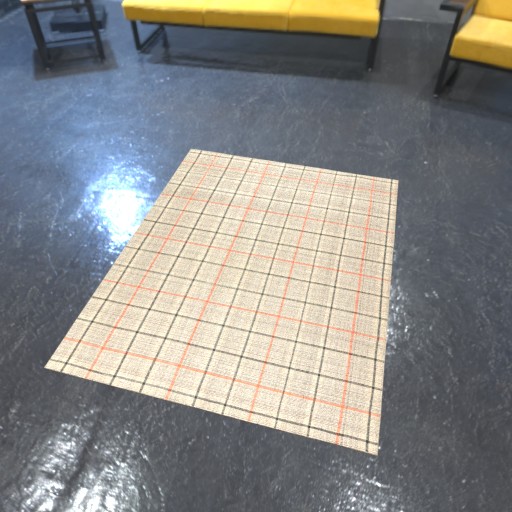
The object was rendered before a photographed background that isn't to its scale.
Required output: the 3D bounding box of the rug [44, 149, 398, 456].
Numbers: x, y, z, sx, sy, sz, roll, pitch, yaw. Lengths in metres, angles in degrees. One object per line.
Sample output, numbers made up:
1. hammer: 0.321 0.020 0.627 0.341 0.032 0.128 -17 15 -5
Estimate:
1. rug: 0.000 0.000 4.092 2.444 0.012 3.048 11 47 10
